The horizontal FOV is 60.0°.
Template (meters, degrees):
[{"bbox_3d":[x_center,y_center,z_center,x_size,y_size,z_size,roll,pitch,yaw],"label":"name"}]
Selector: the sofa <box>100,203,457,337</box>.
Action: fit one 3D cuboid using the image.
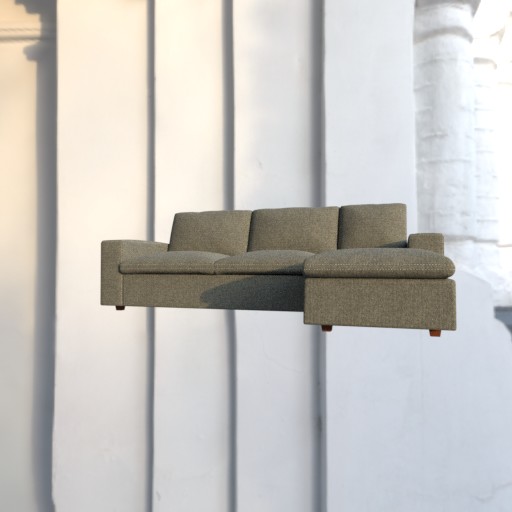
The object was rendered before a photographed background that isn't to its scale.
[{"bbox_3d":[0.000,0.000,3.489,2.718,0.940,1.689,0,-1,18],"label":"sofa"}]
